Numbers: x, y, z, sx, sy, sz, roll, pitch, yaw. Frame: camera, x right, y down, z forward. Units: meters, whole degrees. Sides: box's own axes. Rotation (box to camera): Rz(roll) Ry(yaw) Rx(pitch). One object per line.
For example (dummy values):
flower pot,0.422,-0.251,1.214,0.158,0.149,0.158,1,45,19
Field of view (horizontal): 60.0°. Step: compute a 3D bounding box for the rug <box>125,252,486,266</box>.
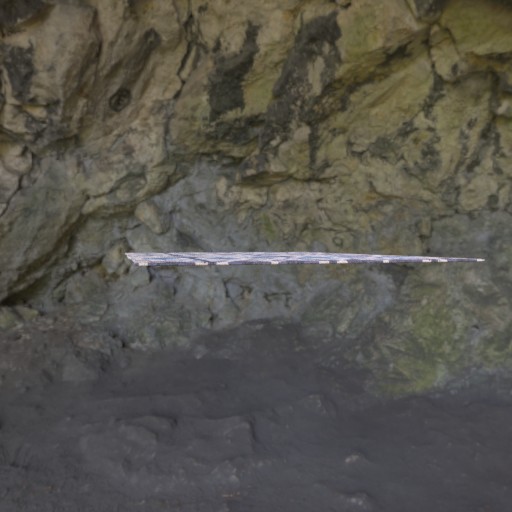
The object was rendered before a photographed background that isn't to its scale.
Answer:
rug,0.000,0.000,3.009,1.676,0.013,2.261,0,2,-17
